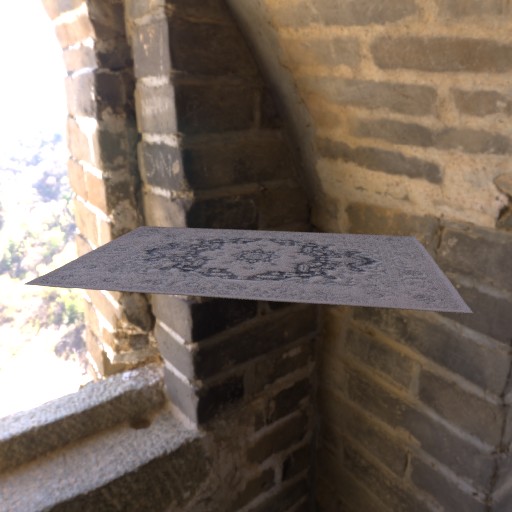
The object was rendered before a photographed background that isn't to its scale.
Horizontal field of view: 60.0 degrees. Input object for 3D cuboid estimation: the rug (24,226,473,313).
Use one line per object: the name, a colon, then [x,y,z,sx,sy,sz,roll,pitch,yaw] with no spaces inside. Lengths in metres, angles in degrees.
rug: [0.000,0.000,2.324,1.813,0.008,1.223,3,16,9]
